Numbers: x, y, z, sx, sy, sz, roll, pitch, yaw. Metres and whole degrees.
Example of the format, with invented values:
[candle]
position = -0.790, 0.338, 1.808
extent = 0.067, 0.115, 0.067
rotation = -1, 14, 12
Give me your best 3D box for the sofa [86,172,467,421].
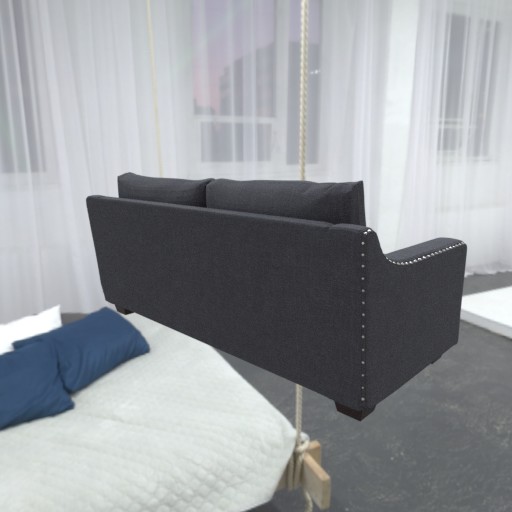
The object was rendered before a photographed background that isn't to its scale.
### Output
[sofa]
position = 0.000, 0.000, 3.267
extent = 2.550, 1.196, 1.336
rotation = 12, 17, 42
